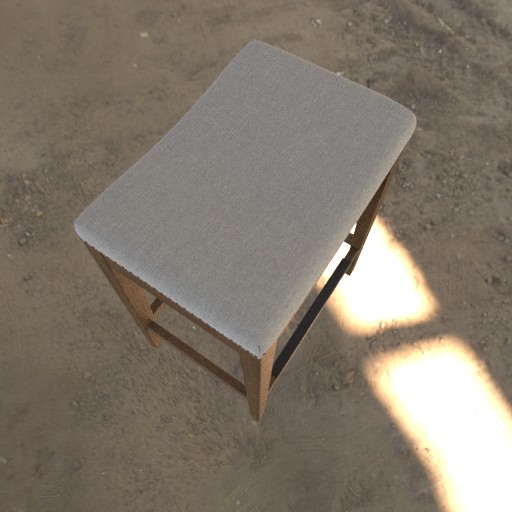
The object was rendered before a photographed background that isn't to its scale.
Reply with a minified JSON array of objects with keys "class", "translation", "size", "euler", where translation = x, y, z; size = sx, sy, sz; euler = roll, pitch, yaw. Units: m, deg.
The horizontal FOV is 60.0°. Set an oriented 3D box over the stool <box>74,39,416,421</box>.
[{"class":"stool","translation":[0.000,0.000,0.964],"size":[0.356,0.660,0.508],"euler":[31,68,14]}]
